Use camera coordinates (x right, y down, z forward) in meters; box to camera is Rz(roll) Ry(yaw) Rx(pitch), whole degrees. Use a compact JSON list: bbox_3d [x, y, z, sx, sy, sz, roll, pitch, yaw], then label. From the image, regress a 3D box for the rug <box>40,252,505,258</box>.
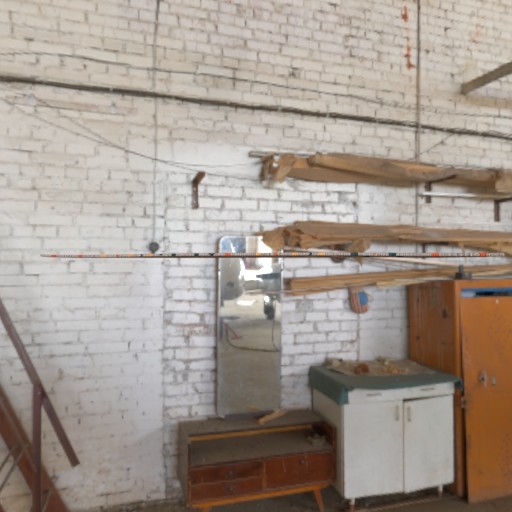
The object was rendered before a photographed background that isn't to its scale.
[{"bbox_3d":[0.000,0.000,2.571,2.419,0.022,0.744,0,-1,18],"label":"rug"}]
